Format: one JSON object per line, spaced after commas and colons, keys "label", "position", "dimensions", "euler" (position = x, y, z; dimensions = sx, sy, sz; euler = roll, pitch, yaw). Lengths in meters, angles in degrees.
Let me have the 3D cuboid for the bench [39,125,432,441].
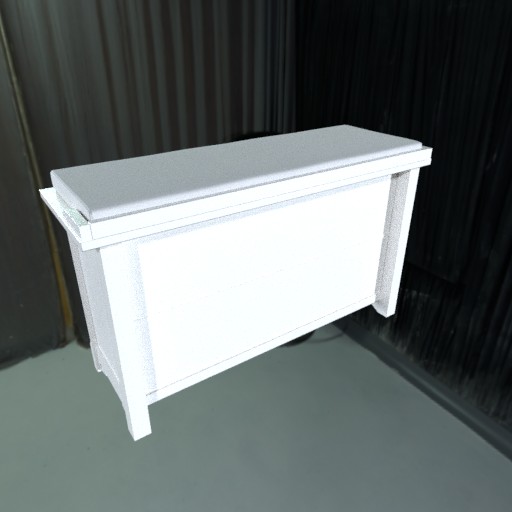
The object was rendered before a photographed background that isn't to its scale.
{"label": "bench", "position": [0.000, 0.000, 1.268], "dimensions": [0.987, 0.589, 0.346], "euler": [-18, 32, -30]}
